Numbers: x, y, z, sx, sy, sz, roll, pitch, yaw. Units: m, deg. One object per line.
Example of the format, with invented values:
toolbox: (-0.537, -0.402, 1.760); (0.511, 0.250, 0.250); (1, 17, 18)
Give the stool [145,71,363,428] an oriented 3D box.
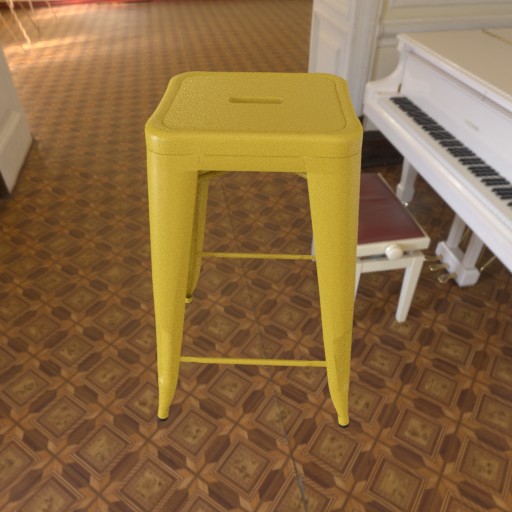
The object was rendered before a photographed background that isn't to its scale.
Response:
stool: (0.000, 0.000, 0.852); (0.399, 0.609, 0.359); (1, 40, 1)
